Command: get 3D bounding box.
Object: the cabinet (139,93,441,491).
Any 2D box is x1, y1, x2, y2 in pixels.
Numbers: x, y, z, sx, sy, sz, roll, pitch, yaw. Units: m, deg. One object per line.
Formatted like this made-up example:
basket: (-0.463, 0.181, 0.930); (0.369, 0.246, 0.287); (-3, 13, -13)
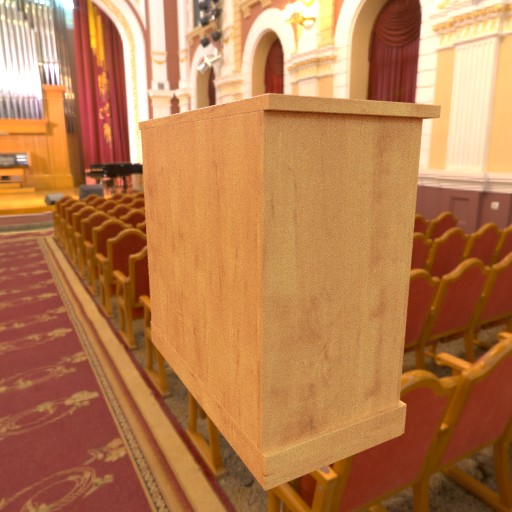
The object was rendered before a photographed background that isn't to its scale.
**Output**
cabinet: (0.000, 0.000, 1.386); (0.450, 0.840, 0.920); (-7, 15, -28)
